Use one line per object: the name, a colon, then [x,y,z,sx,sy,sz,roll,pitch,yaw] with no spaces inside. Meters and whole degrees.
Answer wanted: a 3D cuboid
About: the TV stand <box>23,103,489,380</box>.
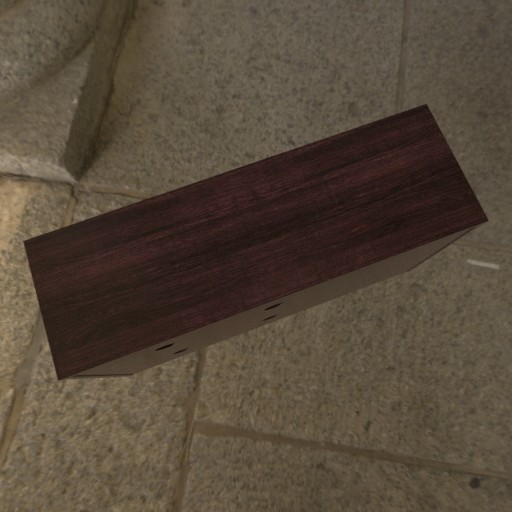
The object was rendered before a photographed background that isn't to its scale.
TV stand: [0.000,0.000,1.489,1.192,0.614,0.404,-20,76,-5]
